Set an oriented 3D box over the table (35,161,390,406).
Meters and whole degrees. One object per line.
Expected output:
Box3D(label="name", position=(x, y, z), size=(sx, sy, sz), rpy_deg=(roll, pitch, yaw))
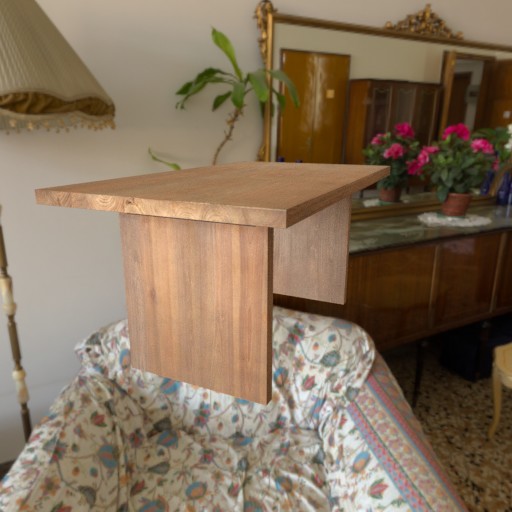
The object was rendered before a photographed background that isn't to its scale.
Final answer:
Box3D(label="table", position=(0.000, 0.000, 2.156), size=(0.946, 0.780, 1.609), rpy_deg=(7, 18, 25))
